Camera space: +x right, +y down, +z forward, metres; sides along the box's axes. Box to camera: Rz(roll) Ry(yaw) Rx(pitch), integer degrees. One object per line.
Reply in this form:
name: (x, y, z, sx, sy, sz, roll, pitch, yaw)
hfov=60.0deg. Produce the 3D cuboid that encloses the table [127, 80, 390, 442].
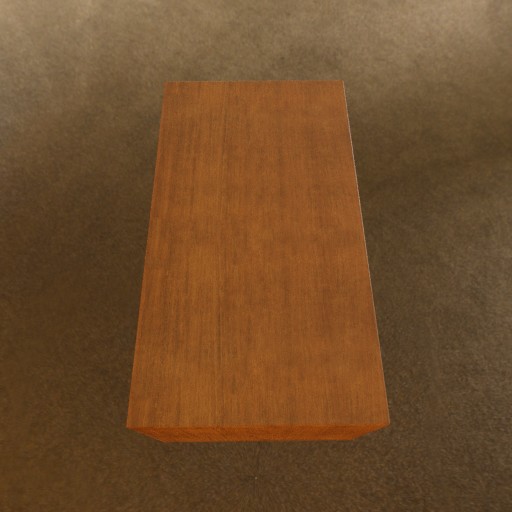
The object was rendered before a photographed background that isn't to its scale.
table: (0.000, 0.000, 1.331, 0.549, 0.419, 1.000, -1, 63, 0)
